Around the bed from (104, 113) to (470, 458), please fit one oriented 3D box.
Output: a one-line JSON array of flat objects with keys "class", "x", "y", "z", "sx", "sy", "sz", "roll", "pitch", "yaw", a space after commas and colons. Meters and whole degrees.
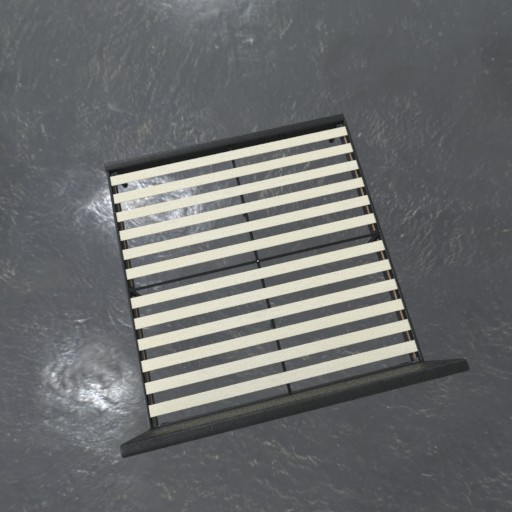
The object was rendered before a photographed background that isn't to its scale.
[{"class": "bed", "x": 0.000, "y": 0.000, "z": 3.241, "sx": 2.018, "sy": 1.046, "sz": 2.152, "roll": -13, "pitch": 76, "yaw": -3}]
